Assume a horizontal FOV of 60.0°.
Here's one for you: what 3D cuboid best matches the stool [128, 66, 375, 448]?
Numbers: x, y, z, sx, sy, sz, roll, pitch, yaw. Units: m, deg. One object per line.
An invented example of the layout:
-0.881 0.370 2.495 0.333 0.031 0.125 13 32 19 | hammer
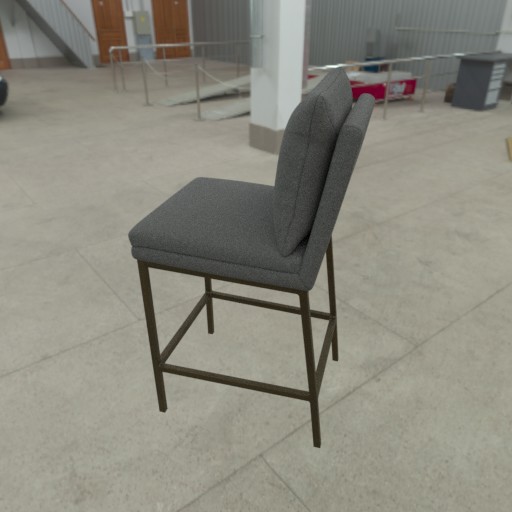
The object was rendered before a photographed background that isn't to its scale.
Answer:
0.000 0.000 1.340 0.569 1.030 0.463 8 30 15 | stool
